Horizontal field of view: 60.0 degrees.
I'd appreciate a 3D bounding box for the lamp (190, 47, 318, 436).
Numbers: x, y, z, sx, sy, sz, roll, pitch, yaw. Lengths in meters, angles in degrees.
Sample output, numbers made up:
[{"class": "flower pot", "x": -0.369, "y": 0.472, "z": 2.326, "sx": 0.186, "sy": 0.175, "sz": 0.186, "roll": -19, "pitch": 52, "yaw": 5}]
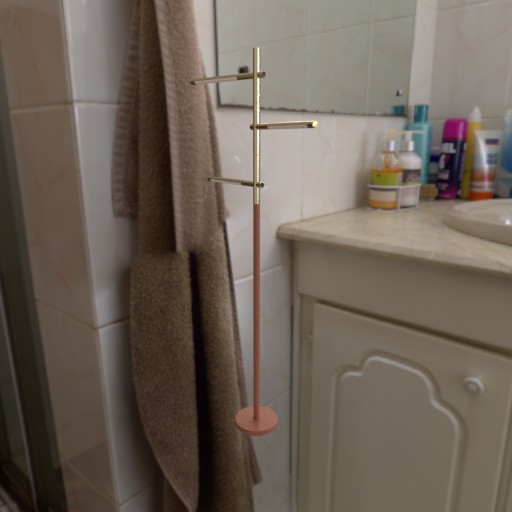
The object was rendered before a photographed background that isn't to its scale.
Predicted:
[{"class": "lamp", "x": 0.000, "y": 0.000, "z": 1.977, "sx": 0.737, "sy": 1.704, "sz": 0.209, "roll": 14, "pitch": 20, "yaw": 42}]
